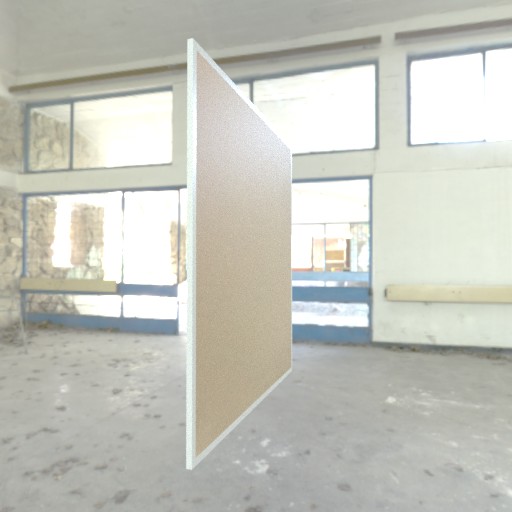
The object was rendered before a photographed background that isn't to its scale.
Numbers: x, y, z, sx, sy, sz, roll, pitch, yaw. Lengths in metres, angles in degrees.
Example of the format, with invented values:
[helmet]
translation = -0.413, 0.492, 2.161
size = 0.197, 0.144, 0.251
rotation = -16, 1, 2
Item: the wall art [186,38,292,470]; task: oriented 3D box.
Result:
[wall art]
translation = 0.000, 0.000, 1.218
size = 0.012, 0.809, 0.809
rotation = 0, -1, 18
